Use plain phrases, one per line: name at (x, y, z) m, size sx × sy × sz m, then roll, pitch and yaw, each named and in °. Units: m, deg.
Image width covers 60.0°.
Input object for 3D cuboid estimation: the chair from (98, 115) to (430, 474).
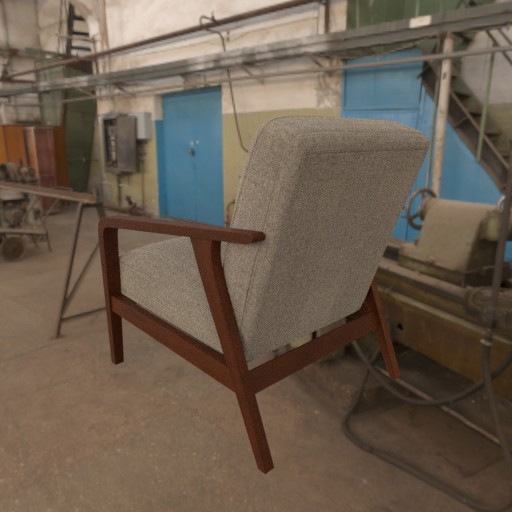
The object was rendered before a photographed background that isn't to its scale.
chair at (0.000, 0.000, 1.453) m, size 0.704 × 0.847 × 0.858 m, roll -14°, pitch 20°, yaw -42°
